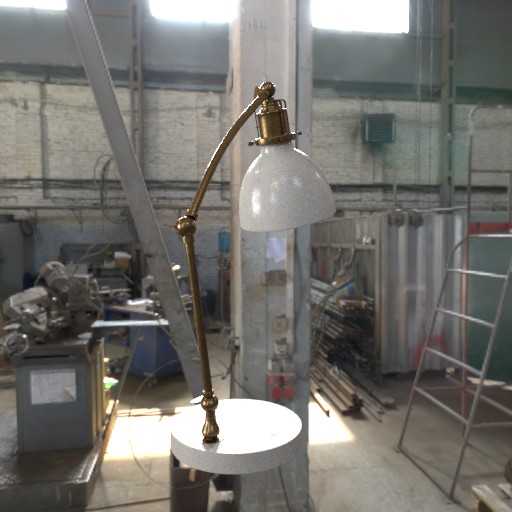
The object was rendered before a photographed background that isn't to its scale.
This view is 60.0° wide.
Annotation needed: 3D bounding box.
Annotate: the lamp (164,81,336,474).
[{"bbox_3d":[0.000,0.000,0.660,0.186,0.522,0.317,2,3,36],"label":"lamp"}]
